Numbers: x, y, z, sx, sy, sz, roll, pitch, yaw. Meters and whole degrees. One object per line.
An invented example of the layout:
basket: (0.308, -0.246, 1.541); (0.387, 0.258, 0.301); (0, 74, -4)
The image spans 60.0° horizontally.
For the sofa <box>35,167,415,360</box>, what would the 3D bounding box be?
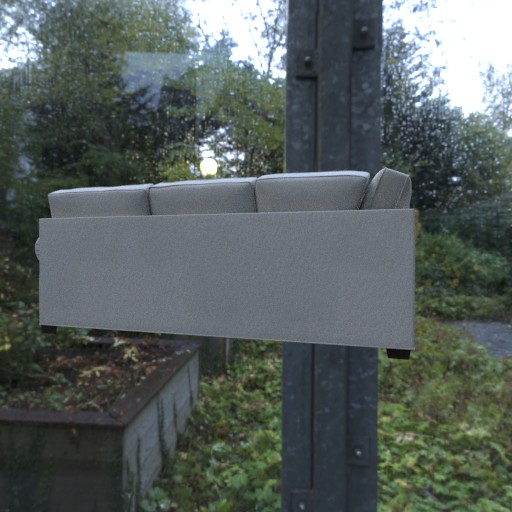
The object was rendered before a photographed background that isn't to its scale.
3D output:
sofa: (0.000, 0.000, 3.888); (2.569, 1.054, 2.487); (0, 1, 18)
